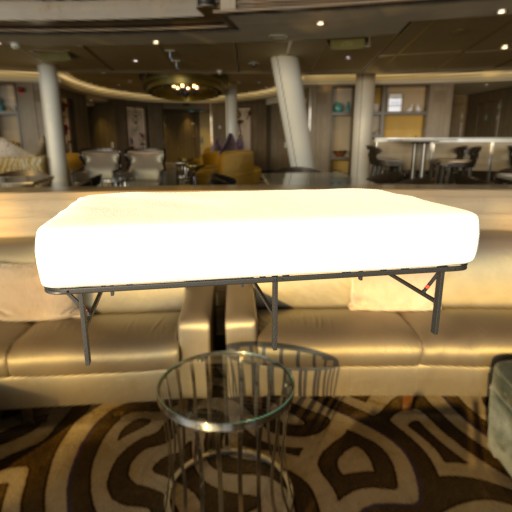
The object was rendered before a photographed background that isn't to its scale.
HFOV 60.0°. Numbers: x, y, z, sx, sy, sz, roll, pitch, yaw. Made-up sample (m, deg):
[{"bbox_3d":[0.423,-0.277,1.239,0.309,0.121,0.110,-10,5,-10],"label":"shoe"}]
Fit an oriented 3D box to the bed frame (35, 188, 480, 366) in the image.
[{"bbox_3d":[0.000,0.000,2.360,1.908,0.640,1.025,-3,15,-11],"label":"bed frame"}]
